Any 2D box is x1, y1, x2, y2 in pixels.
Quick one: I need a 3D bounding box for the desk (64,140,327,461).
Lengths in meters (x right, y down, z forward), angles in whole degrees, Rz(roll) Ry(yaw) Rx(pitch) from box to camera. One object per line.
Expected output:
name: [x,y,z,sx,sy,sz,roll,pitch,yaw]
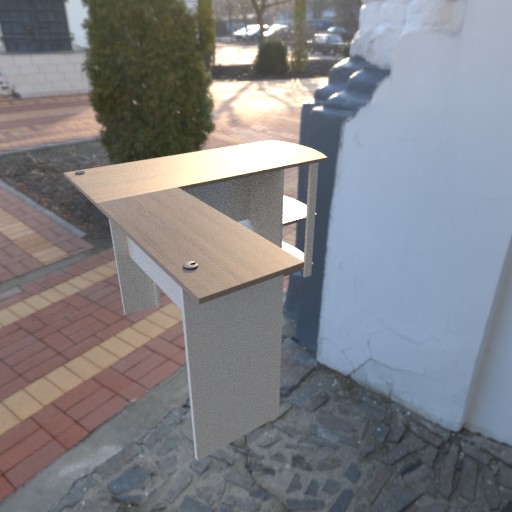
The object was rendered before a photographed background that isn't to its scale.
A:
desk: [0.000,0.000,2.122,1.303,0.716,1.361,-18,32,-31]
